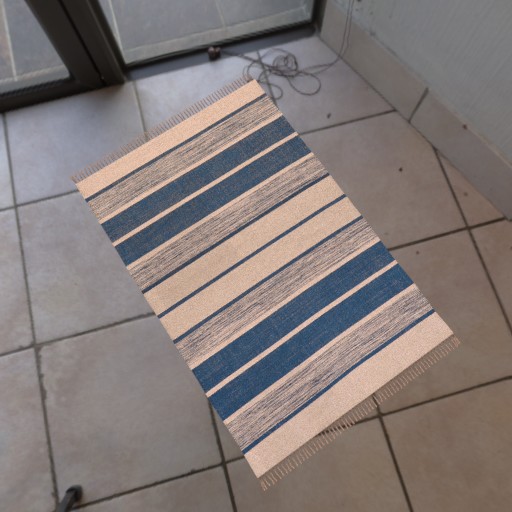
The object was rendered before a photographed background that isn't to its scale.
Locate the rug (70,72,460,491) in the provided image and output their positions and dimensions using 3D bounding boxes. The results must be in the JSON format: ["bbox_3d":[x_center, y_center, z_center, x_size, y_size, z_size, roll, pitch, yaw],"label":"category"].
[{"bbox_3d":[0.000,0.000,2.988,1.532,0.010,2.441,-33,78,-8],"label":"rug"}]
